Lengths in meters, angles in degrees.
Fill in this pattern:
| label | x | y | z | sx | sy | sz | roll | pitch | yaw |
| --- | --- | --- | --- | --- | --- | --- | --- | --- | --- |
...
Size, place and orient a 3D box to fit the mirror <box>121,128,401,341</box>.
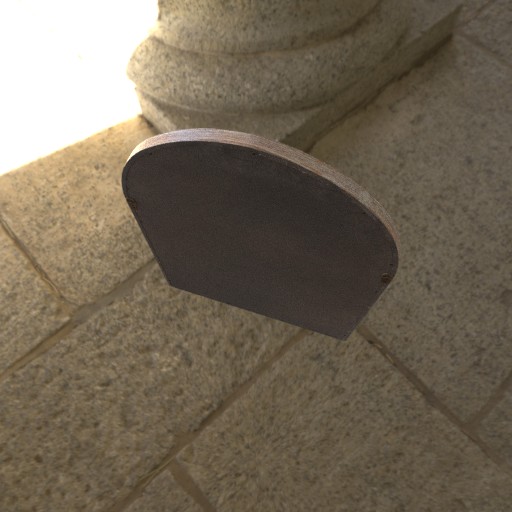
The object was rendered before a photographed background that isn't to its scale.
| label | x | y | z | sx | sy | sz | roll | pitch | yaw |
| --- | --- | --- | --- | --- | --- | --- | --- | --- | --- |
| mirror | 0.000 | 0.000 | 1.165 | 0.660 | 0.920 | 0.032 | 17 | 67 | 7 |
